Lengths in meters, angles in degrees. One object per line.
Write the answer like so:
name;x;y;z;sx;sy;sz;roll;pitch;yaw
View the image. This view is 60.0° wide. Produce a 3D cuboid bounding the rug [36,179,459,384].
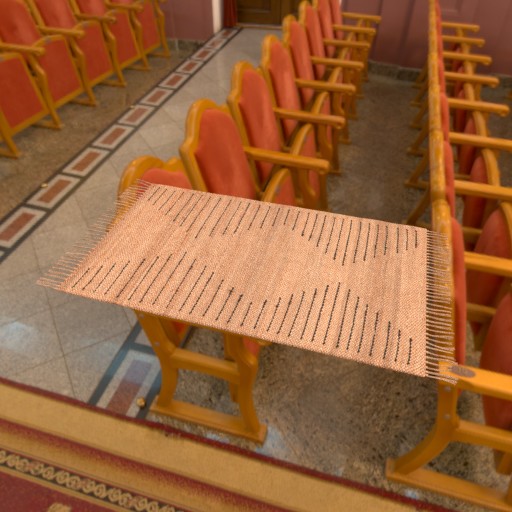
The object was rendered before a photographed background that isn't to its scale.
rug;0.000;0.000;2.027;1.718;0.017;0.905;11;42;13
